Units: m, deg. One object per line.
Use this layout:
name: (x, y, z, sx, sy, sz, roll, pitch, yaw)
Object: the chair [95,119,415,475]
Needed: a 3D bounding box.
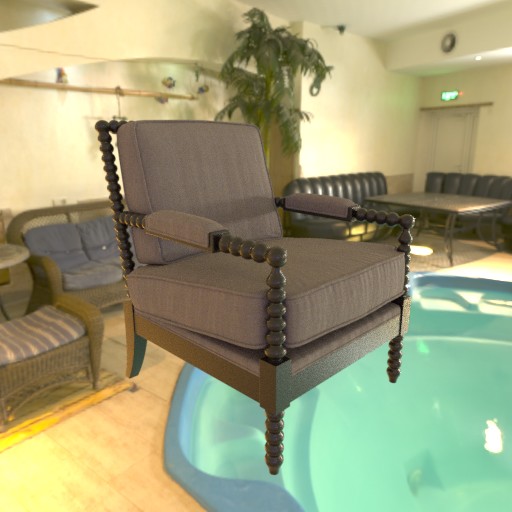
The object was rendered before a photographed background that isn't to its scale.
chair: (0.000, 0.000, 1.106, 0.622, 0.661, 0.540, 14, 20, 43)
